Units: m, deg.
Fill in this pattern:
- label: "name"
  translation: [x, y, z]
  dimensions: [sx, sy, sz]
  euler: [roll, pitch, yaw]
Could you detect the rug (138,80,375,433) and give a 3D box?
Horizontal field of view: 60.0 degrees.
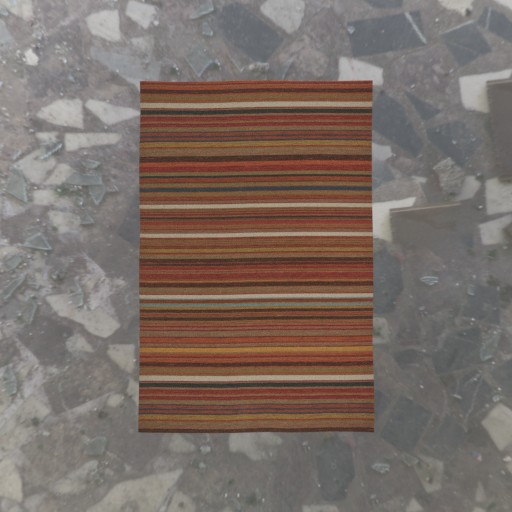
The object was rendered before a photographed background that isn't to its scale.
- label: "rug"
  translation: [0.000, 0.000, 2.295]
  dimensions: [1.217, 0.007, 1.828]
  euler: [0, 89, 1]
